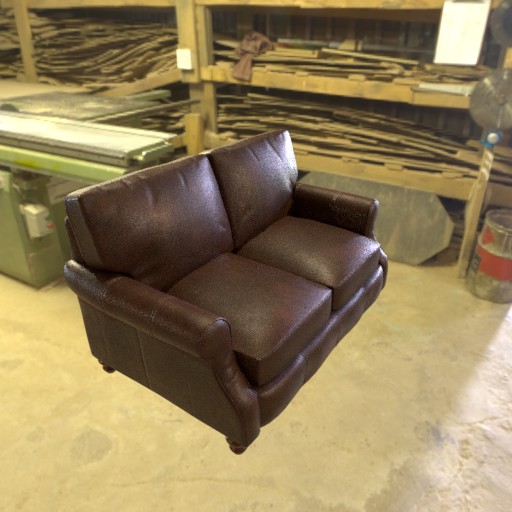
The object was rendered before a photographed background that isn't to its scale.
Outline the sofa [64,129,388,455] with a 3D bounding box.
[{"bbox_3d":[0.000,0.000,2.246,0.990,0.976,1.616,18,32,31],"label":"sofa"}]
